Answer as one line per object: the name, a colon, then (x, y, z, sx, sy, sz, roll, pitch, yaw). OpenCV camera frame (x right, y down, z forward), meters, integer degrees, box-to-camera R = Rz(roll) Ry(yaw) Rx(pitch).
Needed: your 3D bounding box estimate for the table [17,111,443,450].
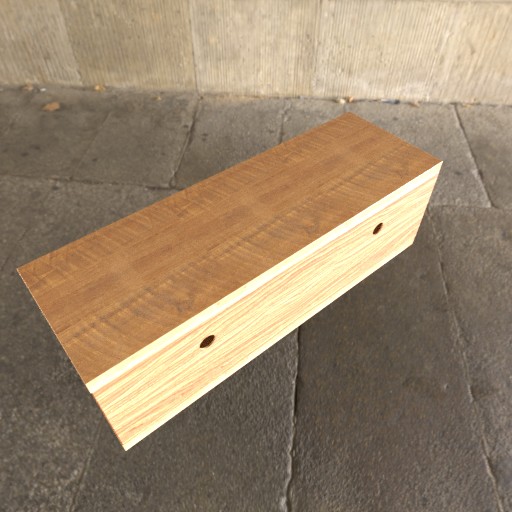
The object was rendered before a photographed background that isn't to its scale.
table: (0.000, 0.000, 1.736, 1.499, 0.491, 0.499, -31, 54, -25)
